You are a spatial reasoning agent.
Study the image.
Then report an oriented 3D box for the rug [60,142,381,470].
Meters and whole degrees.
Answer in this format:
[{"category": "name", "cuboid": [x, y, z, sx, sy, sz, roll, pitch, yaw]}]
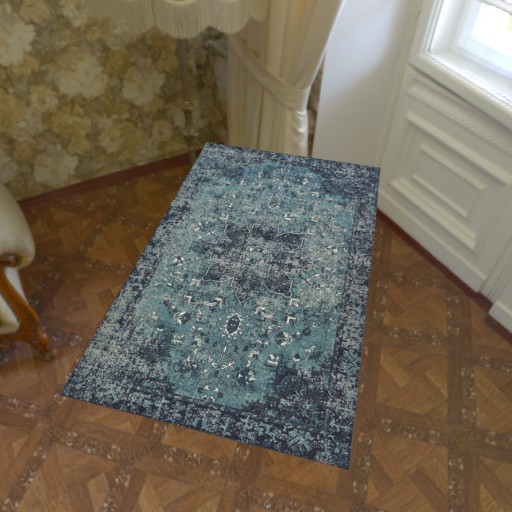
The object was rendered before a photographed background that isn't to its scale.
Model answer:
[{"category": "rug", "cuboid": [0.000, 0.000, 3.012, 1.525, 0.007, 2.440, 11, 48, 10]}]
